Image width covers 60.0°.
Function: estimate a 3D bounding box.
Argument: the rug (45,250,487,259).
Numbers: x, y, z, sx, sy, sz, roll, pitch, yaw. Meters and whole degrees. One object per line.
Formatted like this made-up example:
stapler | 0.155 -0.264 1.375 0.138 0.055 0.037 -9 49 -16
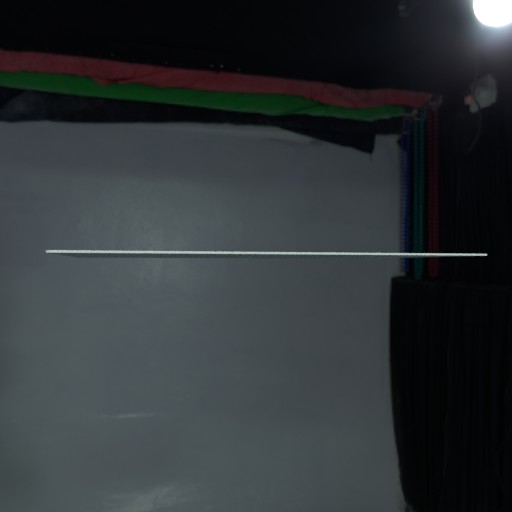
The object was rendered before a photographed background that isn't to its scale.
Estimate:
rug | 0.000 0.000 2.214 1.753 0.008 1.143 0 -1 -17
